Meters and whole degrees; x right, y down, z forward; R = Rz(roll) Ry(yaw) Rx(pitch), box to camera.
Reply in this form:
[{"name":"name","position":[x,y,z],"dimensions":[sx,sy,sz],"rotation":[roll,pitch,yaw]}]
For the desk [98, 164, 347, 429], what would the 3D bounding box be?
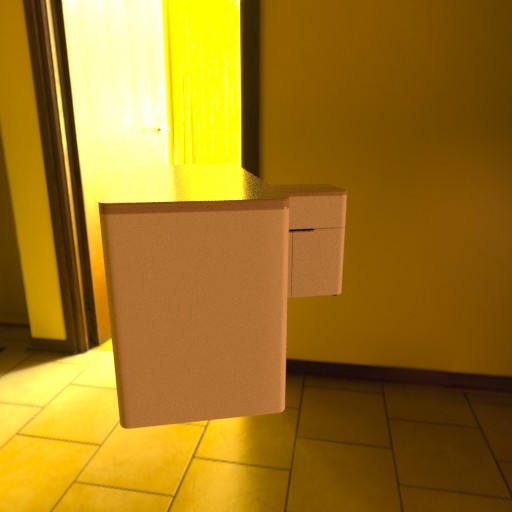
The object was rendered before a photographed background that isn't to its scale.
[{"name":"desk","position":[0.000,0.000,2.139],"dimensions":[1.175,0.770,1.400],"rotation":[-3,16,-9]}]
